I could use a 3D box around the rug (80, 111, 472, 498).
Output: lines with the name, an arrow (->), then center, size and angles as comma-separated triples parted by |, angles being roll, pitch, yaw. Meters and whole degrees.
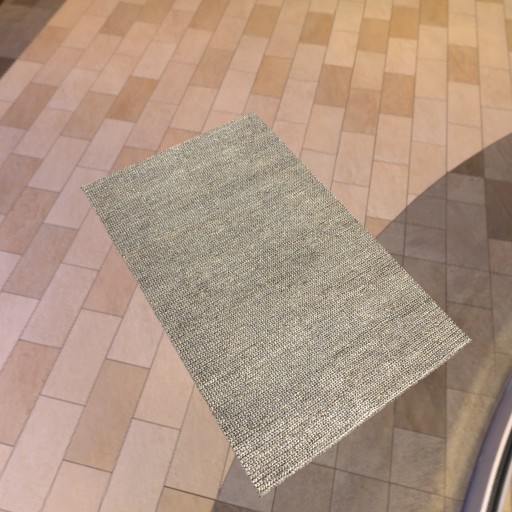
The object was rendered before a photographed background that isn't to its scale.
rug -> 0.000, 0.000, 2.987 | 1.538, 0.021, 2.443 | -29, 63, -17
